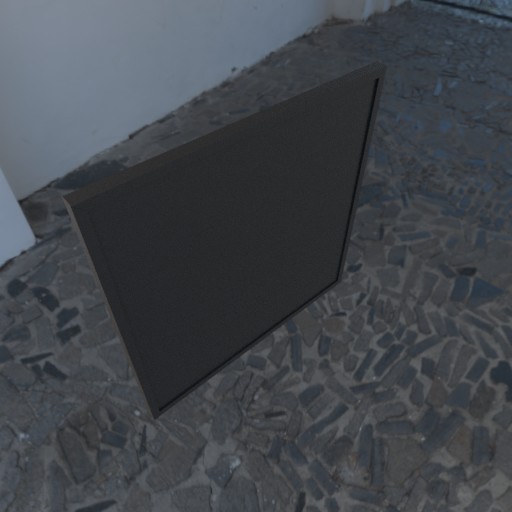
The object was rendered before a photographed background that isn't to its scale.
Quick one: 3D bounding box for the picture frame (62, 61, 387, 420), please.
[{"bbox_3d":[0.000,0.000,1.141,0.775,0.775,0.032,-32,54,-27],"label":"picture frame"}]
